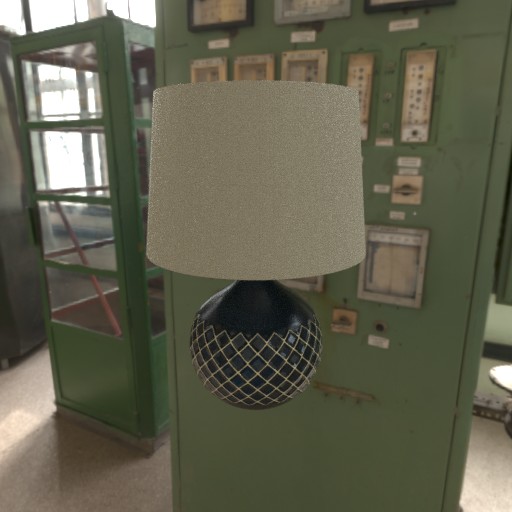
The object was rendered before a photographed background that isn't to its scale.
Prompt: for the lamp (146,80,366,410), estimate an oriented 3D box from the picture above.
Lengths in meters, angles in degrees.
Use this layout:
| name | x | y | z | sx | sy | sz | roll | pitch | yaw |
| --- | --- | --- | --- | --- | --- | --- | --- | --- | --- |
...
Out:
| name | x | y | z | sx | sy | sz | roll | pitch | yaw |
| --- | --- | --- | --- | --- | --- | --- | --- | --- | --- |
| lamp | 0.000 | 0.000 | 0.784 | 0.376 | 0.540 | 0.376 | 0 | 14 | 0 |
